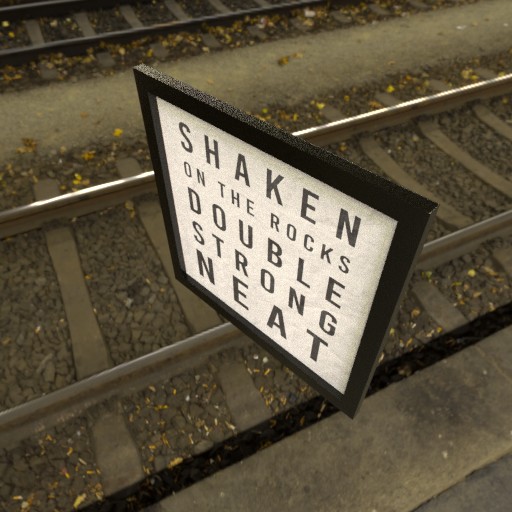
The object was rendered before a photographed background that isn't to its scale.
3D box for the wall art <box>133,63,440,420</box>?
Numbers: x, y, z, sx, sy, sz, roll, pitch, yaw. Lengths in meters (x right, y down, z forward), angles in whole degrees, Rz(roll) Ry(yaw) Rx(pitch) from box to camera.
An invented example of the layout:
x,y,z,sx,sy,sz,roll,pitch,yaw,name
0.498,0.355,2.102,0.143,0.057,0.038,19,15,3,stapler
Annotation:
x,y,z,sx,sy,sz,roll,pitch,yaw,name
0.000,0.000,0.525,0.349,0.349,0.014,34,55,28,wall art
